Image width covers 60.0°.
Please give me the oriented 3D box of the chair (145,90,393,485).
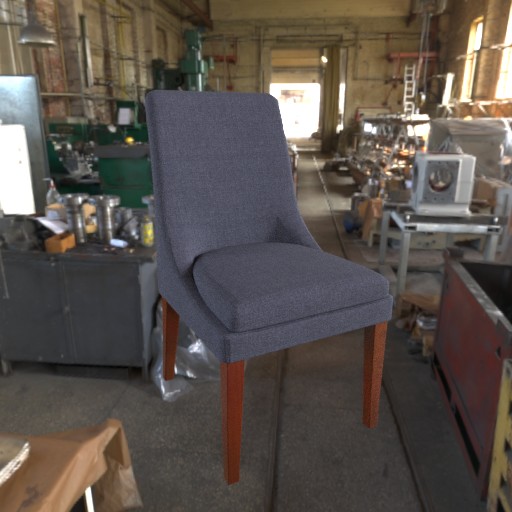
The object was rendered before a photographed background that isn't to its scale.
[{"bbox_3d":[0.000,0.000,1.328,0.508,0.952,0.655,-9,19,-26],"label":"chair"}]
